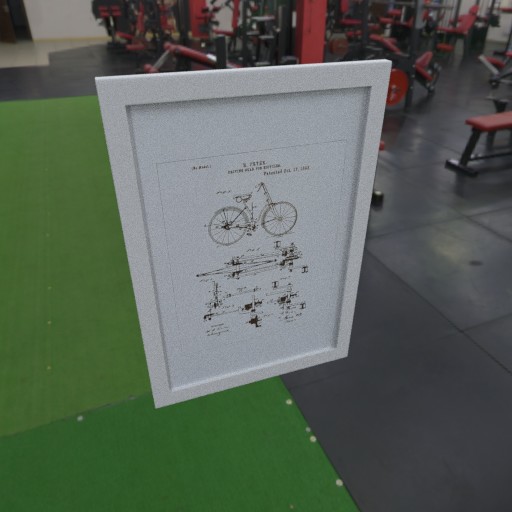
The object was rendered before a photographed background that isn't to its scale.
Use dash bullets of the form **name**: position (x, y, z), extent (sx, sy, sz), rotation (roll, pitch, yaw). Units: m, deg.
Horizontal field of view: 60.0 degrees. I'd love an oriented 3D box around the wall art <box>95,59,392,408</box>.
- **wall art**: position (0.000, 0.000, 0.604), extent (0.332, 0.477, 0.015), rotation (-11, 34, -16)
